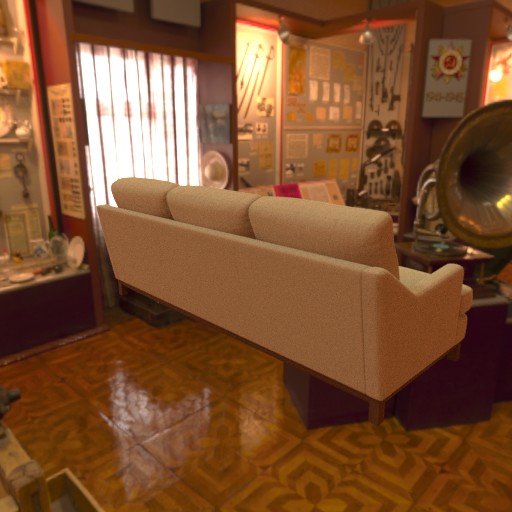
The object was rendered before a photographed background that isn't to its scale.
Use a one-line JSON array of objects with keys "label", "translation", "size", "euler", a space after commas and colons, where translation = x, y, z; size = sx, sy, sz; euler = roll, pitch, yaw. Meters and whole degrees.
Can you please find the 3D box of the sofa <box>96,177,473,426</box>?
[{"label": "sofa", "translation": [0.000, 0.000, 2.798], "size": [1.000, 0.913, 2.321], "euler": [-14, 21, -42]}]
